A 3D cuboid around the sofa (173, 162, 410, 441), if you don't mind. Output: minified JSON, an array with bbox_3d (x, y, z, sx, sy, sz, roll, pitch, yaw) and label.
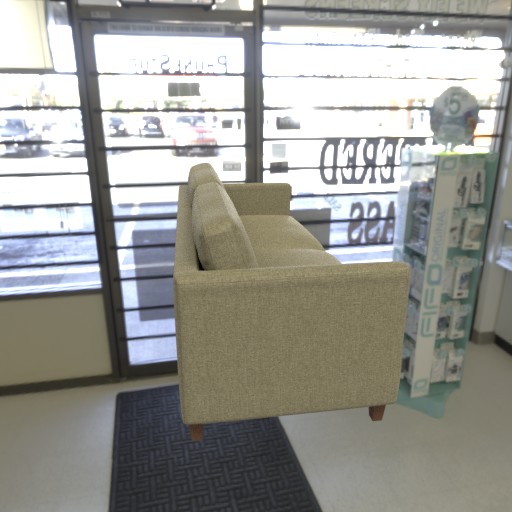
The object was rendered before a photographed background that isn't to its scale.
[{"bbox_3d":[0.000,0.000,2.759,0.956,0.960,2.208,-3,18,-8],"label":"sofa"}]
